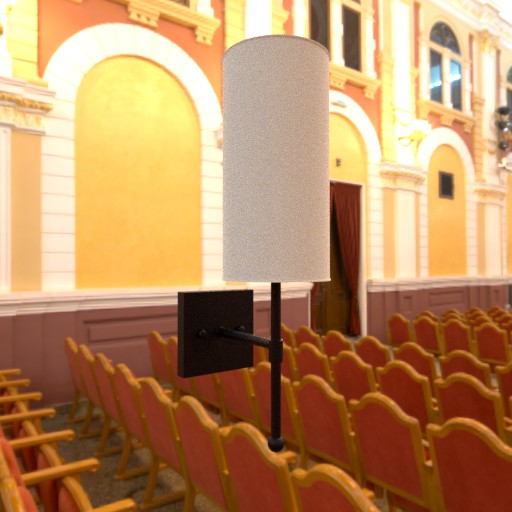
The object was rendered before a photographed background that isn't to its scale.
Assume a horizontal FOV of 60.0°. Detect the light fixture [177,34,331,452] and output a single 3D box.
[{"bbox_3d":[0.000,0.000,0.557,0.128,0.462,0.208,1,-1,-36],"label":"light fixture"}]
